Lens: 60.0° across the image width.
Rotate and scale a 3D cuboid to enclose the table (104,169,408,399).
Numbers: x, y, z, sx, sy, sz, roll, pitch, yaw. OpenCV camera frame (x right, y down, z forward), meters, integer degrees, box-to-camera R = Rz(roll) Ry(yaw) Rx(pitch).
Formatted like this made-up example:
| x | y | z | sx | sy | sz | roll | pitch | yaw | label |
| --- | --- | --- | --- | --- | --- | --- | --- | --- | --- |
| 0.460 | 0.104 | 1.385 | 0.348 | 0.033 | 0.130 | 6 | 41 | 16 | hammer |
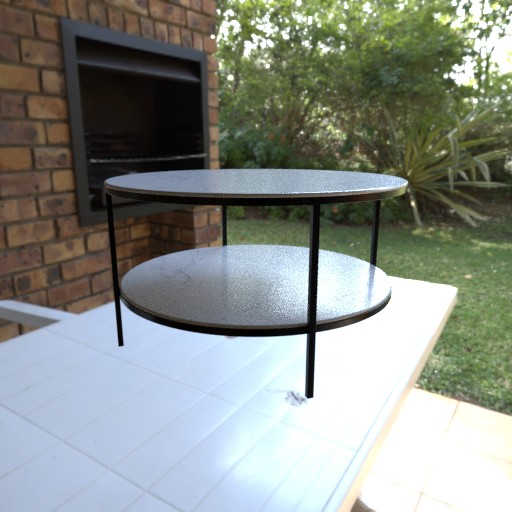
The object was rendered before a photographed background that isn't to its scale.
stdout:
| x | y | z | sx | sy | sz | roll | pitch | yaw | label |
| --- | --- | --- | --- | --- | --- | --- | --- | --- | --- |
| 0.000 | 0.000 | 1.283 | 0.800 | 0.450 | 0.800 | 0 | 14 | 0 | table |
